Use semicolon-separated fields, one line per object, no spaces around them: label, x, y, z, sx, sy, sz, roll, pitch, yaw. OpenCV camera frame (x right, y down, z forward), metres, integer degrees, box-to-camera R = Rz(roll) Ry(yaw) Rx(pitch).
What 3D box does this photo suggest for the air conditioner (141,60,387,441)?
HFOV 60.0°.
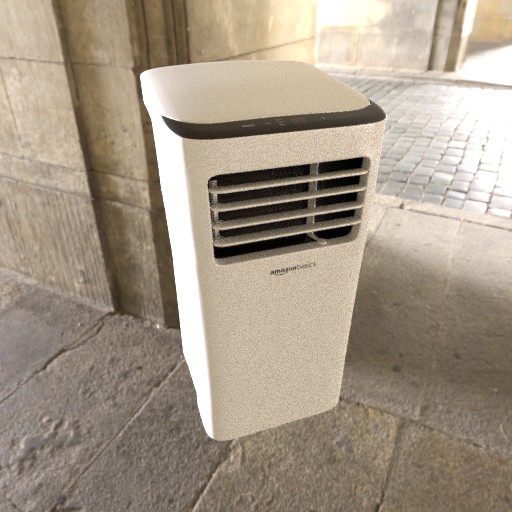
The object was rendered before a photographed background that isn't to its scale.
air conditioner;0.000;0.000;0.933;0.352;0.716;0.369;-10;33;-16
